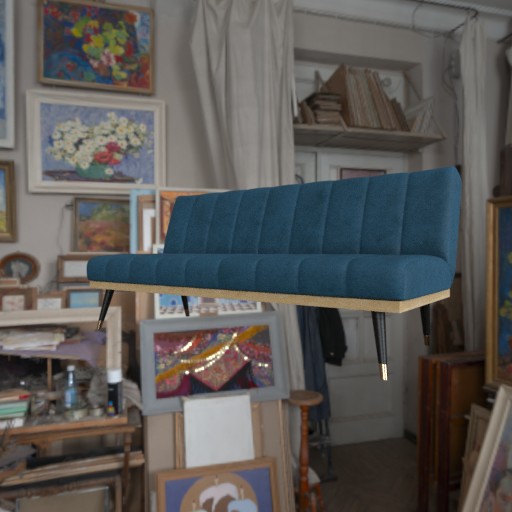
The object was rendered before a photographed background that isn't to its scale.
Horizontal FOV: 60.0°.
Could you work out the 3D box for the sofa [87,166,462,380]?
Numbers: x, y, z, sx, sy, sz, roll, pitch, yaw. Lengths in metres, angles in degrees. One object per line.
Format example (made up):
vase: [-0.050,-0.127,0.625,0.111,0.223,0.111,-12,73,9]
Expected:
sofa: [0.000,0.000,2.295,1.810,0.825,0.830,0,1,36]
